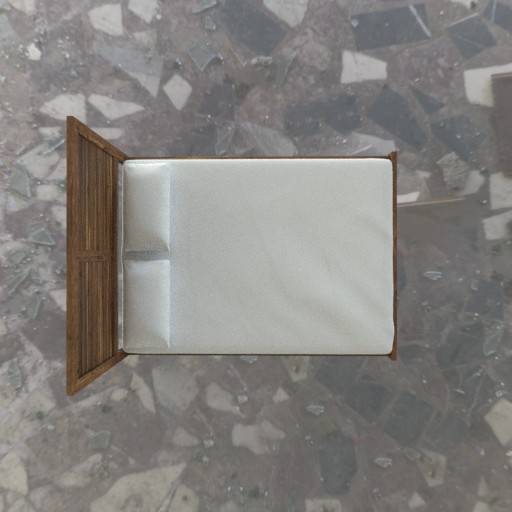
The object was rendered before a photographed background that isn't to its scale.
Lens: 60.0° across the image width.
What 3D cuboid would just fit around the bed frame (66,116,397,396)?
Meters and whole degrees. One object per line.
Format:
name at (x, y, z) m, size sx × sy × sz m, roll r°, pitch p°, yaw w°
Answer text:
bed frame at (0.000, 0.000, 3.368) m, size 2.276 × 1.417 × 1.696 m, roll 0°, pitch 90°, yaw 1°
